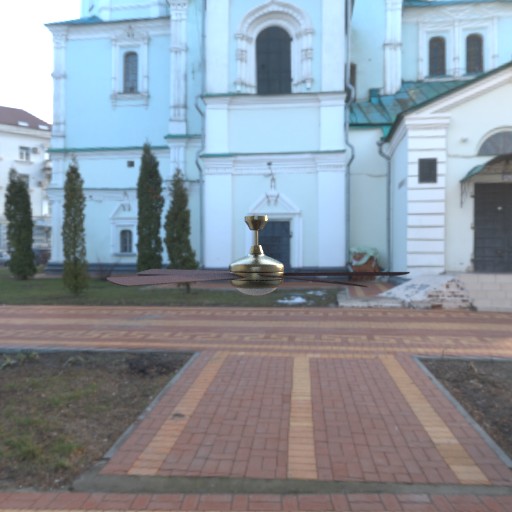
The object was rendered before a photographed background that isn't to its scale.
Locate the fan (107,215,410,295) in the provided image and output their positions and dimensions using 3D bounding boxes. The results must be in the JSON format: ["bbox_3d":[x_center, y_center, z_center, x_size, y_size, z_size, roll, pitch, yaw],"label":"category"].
[{"bbox_3d":[0.000,0.000,2.004,1.321,0.356,1.321,0,0,18],"label":"fan"}]
